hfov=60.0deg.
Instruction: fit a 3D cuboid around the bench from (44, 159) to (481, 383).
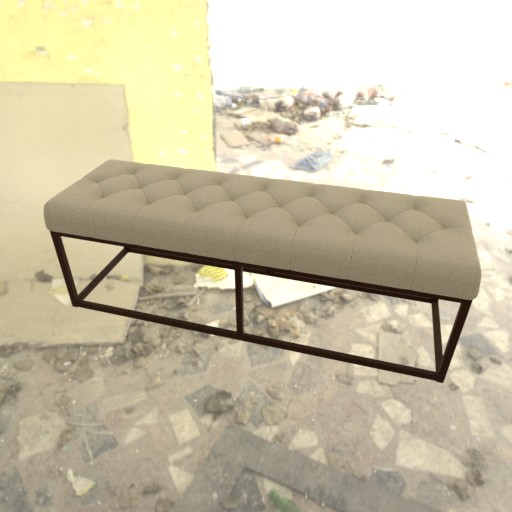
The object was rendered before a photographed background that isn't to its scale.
[{"bbox_3d":[0.000,0.000,1.721,1.488,0.488,0.479,9,35,13],"label":"bench"}]
